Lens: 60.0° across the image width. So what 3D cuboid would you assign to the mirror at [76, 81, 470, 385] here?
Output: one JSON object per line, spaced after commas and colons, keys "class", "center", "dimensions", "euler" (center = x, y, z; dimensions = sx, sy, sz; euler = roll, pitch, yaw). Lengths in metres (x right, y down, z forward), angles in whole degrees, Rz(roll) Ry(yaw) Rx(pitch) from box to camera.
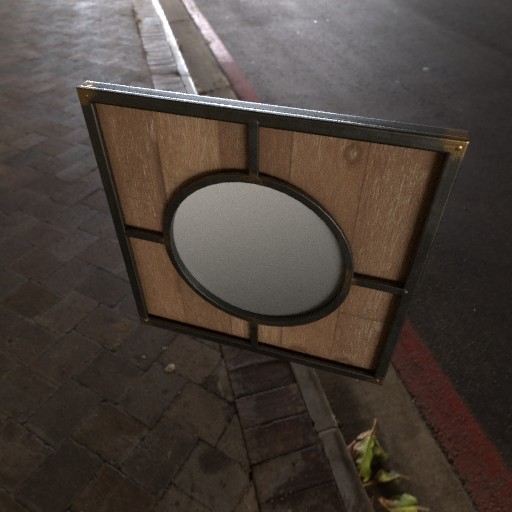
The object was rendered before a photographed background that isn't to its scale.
{"class": "mirror", "center": [0.000, 0.000, 0.548], "dimensions": [0.382, 0.381, 0.020], "euler": [12, 44, 13]}
